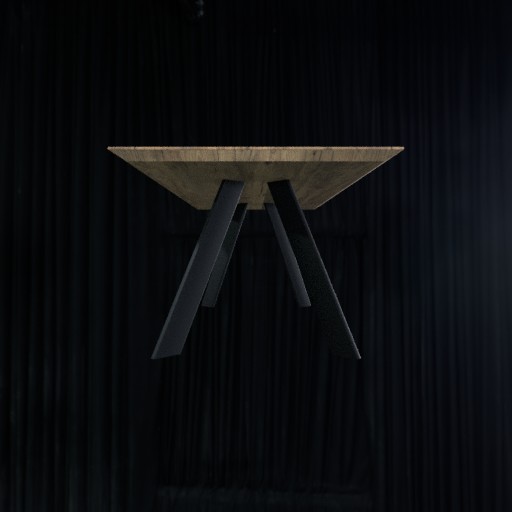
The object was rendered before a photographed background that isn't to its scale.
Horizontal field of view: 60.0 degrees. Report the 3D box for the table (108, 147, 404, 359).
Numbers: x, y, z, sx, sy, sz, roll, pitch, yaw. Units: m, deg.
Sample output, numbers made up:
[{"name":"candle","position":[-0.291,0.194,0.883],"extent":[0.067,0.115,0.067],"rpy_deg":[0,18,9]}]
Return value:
[{"name":"table","position":[0.000,0.000,2.503],"extent":[1.000,0.770,2.000],"rpy_deg":[0,1,0]}]
